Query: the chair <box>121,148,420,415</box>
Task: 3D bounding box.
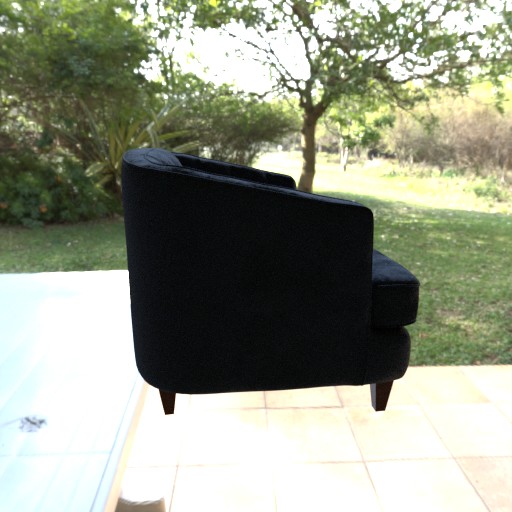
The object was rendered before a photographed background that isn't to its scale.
[{"bbox_3d":[0.000,0.000,1.802,0.940,0.852,1.094,-2,15,-8],"label":"chair"}]
